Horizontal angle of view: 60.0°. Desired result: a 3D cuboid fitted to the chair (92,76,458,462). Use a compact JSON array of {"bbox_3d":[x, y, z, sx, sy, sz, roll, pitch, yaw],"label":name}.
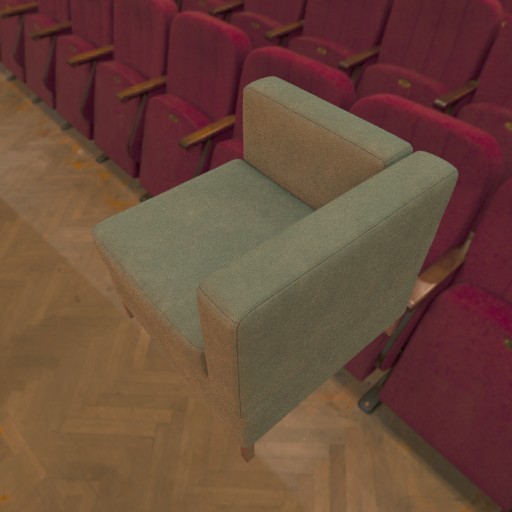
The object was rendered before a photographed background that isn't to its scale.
[{"bbox_3d":[0.000,0.000,1.236,0.680,0.660,0.680,-32,54,-27],"label":"chair"}]
